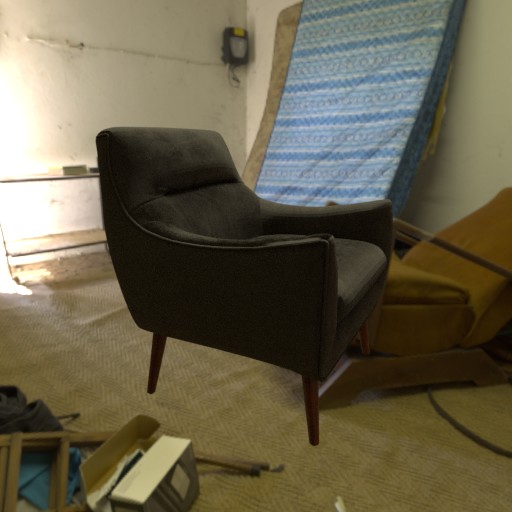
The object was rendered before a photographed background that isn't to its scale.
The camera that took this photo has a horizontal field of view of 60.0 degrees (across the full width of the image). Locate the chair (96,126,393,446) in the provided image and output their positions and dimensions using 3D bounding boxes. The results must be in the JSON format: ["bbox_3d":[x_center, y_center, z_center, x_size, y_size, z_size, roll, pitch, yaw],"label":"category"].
[{"bbox_3d":[0.000,0.000,1.494,0.787,0.838,0.762,7,16,26],"label":"chair"}]
